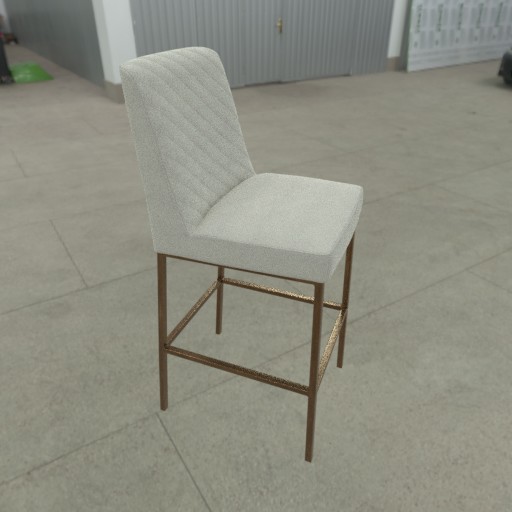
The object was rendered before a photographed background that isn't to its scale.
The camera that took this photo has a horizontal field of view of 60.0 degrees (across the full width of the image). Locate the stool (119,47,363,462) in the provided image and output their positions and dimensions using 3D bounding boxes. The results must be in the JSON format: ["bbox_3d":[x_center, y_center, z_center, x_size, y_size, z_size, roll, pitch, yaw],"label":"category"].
[{"bbox_3d":[0.000,0.000,1.310,0.546,1.084,0.462,12,33,19],"label":"stool"}]
